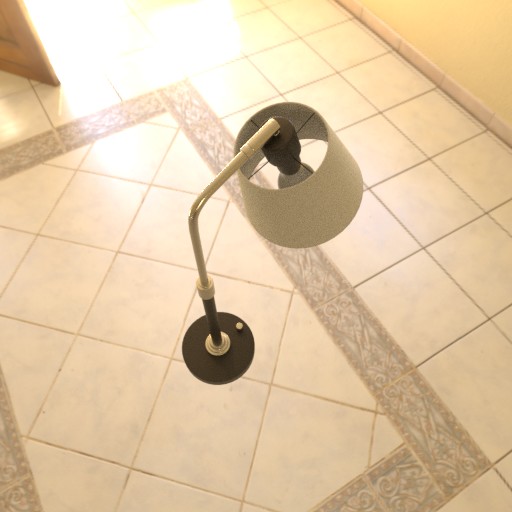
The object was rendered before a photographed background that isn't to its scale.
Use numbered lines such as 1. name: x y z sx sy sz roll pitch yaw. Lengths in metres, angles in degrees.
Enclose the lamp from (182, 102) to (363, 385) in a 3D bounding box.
1. lamp: 0.000 0.000 0.719 0.348 0.539 0.181 -36 66 -19
